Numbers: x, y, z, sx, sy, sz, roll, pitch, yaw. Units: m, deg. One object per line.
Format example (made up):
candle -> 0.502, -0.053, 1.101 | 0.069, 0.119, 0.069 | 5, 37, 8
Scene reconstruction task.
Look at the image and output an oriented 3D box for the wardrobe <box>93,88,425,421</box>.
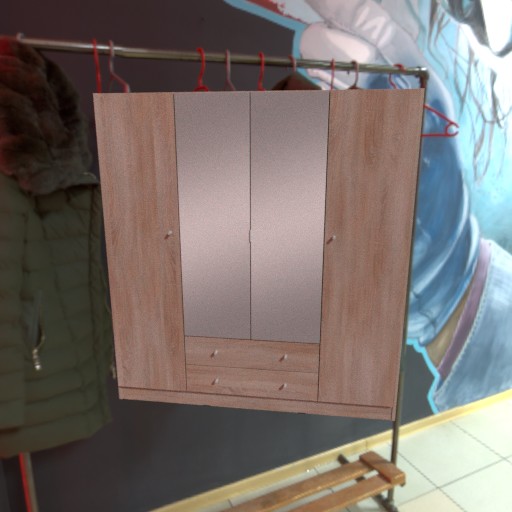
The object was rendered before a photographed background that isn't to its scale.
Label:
wardrobe -> 0.000, 0.000, 3.150 | 1.998, 2.159, 0.598 | 2, 15, 8
